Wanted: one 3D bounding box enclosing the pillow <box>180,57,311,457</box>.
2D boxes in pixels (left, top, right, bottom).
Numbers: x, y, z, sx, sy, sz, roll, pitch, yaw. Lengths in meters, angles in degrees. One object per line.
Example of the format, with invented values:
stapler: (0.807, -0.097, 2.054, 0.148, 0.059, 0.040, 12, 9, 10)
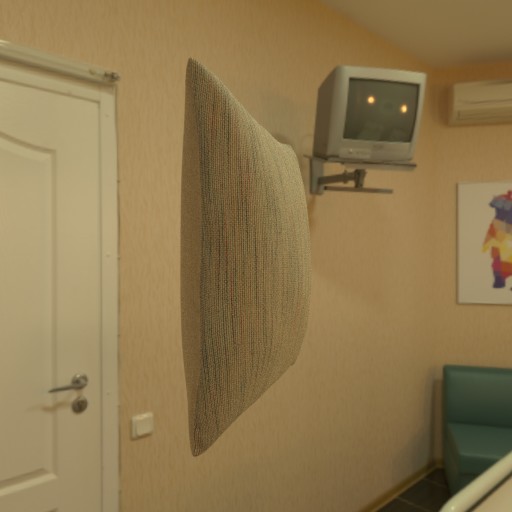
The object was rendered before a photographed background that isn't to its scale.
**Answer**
pillow: (0.000, 0.000, 0.797, 0.178, 0.506, 0.512, 0, 0, 19)
